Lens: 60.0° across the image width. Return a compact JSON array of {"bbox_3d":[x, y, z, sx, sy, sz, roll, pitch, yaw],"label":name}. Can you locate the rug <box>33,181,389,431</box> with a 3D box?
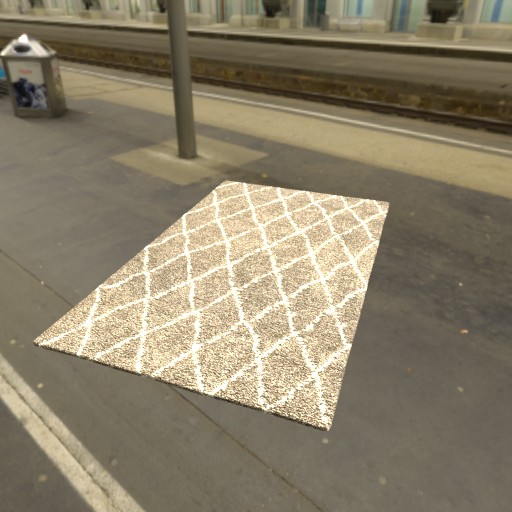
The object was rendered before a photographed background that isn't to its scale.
[{"bbox_3d":[0.000,0.000,3.003,1.524,0.030,2.438,10,32,17],"label":"rug"}]
